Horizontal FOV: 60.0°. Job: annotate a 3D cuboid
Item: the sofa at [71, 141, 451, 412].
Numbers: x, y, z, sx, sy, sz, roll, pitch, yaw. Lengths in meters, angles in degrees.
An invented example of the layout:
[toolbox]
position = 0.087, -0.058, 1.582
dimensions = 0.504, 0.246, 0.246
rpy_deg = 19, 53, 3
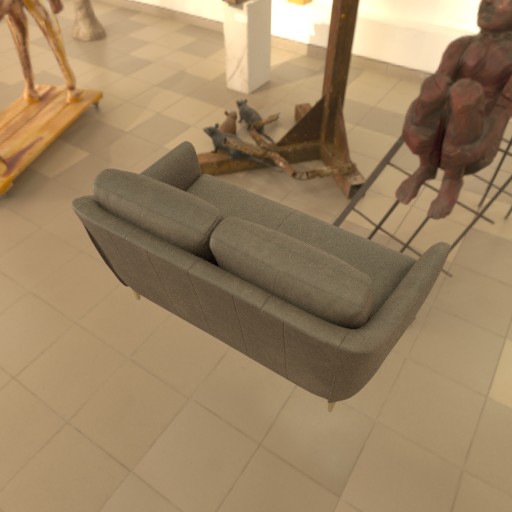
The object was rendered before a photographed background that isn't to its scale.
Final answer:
[sofa]
position = 0.000, 0.000, 2.222
dimensions = 1.619, 0.902, 0.960
rpy_deg = 25, 51, 22
